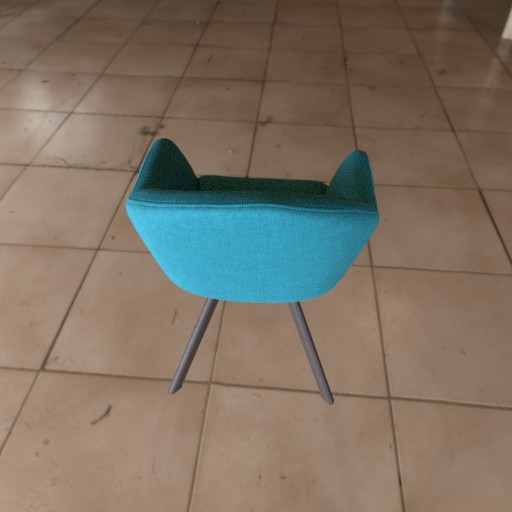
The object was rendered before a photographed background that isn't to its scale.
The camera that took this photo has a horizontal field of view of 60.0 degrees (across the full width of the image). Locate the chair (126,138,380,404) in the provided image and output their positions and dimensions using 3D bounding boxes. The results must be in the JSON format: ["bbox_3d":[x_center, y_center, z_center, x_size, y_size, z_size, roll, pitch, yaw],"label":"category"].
[{"bbox_3d":[0.000,0.000,1.147,0.545,0.775,0.565,3,45,3],"label":"chair"}]
